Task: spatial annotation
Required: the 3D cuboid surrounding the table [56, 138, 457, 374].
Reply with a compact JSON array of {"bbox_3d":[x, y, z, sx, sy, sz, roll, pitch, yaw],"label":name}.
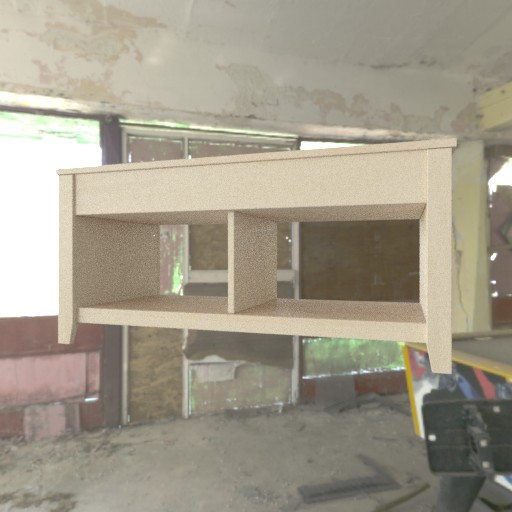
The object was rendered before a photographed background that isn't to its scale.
[{"bbox_3d":[0.000,0.000,1.281,1.016,0.483,0.457,0,0,19],"label":"table"}]
